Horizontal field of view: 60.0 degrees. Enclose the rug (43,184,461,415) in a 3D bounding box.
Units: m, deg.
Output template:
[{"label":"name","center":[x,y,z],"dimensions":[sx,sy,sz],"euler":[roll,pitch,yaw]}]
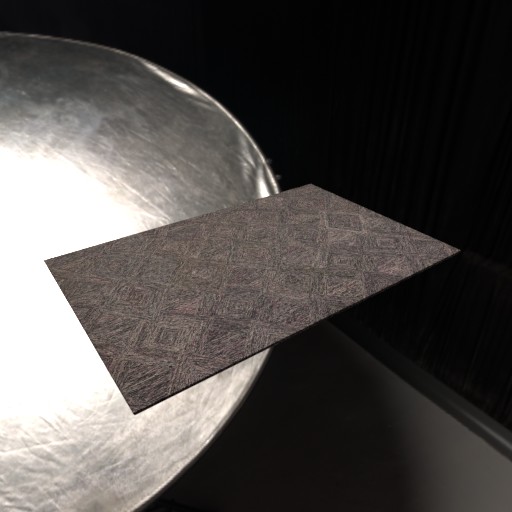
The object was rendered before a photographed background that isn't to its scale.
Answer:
[{"label":"rug","center":[0.000,0.000,2.907],"dimensions":[2.298,0.017,1.501],"euler":[-20,36,-30]}]
